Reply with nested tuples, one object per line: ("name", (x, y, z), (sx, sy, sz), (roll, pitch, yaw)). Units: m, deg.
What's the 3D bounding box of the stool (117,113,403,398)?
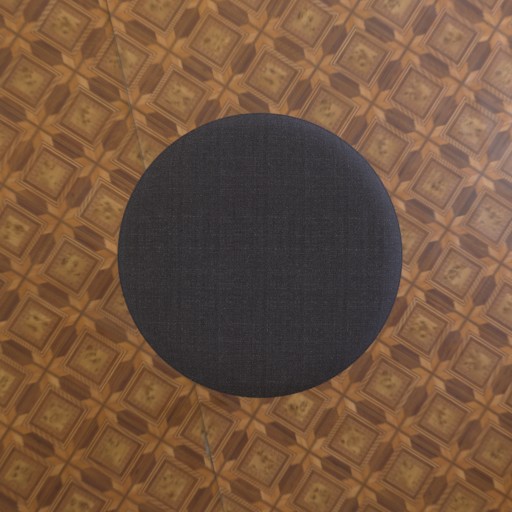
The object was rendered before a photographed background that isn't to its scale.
("stool", (0.000, 0.000, 0.949), (0.449, 0.655, 0.449), (0, 90, -2))
